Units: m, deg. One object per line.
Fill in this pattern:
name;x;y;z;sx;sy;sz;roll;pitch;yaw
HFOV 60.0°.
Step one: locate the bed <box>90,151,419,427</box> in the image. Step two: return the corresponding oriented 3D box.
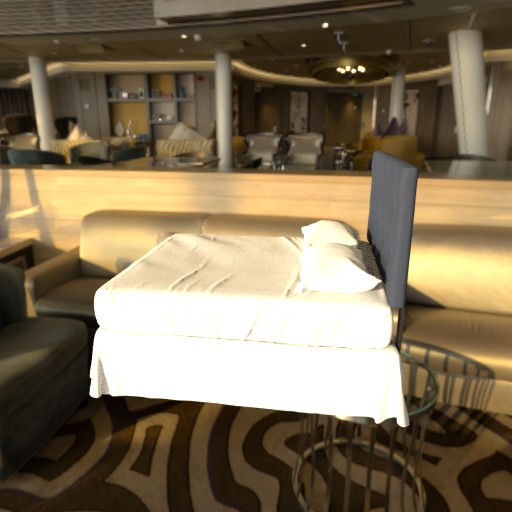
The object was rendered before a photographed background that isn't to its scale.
bed;0.000;0.000;3.543;2.222;1.577;1.936;3;17;8
